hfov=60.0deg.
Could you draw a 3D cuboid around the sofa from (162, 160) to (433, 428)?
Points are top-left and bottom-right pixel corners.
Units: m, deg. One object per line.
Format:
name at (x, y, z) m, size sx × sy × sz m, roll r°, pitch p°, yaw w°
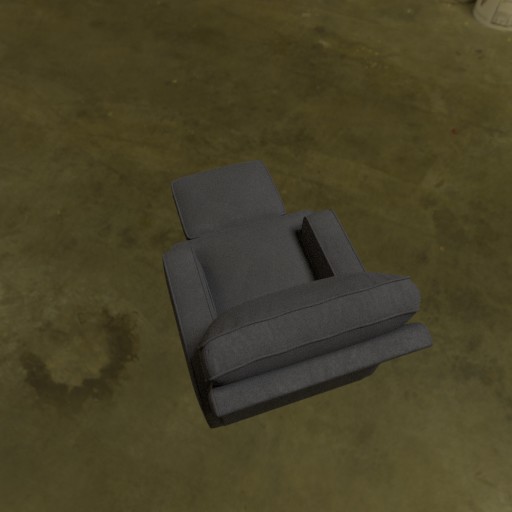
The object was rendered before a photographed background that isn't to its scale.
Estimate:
sofa at (0.000, 0.000, 2.067) m, size 0.861 × 0.959 × 1.472 m, roll -15°, pitch 58°, yaw -10°
